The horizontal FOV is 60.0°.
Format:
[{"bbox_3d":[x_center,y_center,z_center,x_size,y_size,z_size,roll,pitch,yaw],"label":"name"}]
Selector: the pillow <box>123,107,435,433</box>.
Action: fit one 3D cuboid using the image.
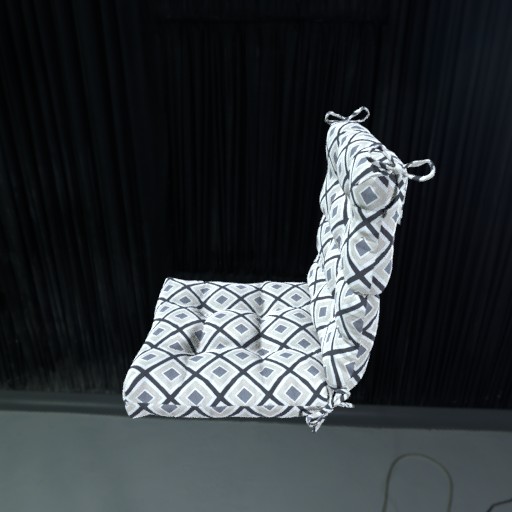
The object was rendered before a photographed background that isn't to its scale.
[{"bbox_3d":[0.000,0.000,1.028,0.571,0.605,0.519,0,26,1],"label":"pillow"}]
